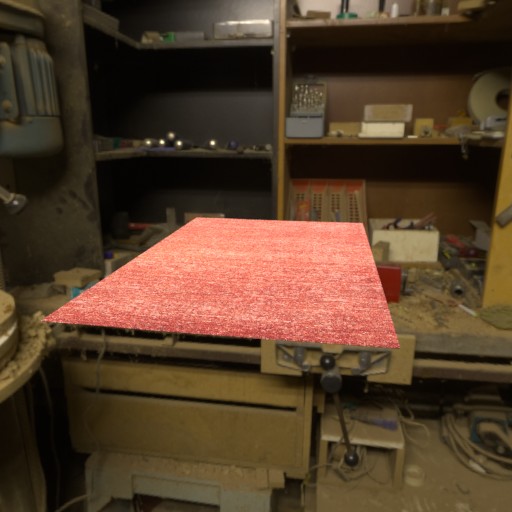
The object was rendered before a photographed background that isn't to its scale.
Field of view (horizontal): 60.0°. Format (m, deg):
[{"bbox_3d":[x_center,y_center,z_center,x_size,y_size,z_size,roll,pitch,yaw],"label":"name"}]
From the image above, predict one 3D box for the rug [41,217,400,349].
[{"bbox_3d":[0.000,0.000,2.192,1.139,0.011,1.747,3,16,9],"label":"rug"}]
